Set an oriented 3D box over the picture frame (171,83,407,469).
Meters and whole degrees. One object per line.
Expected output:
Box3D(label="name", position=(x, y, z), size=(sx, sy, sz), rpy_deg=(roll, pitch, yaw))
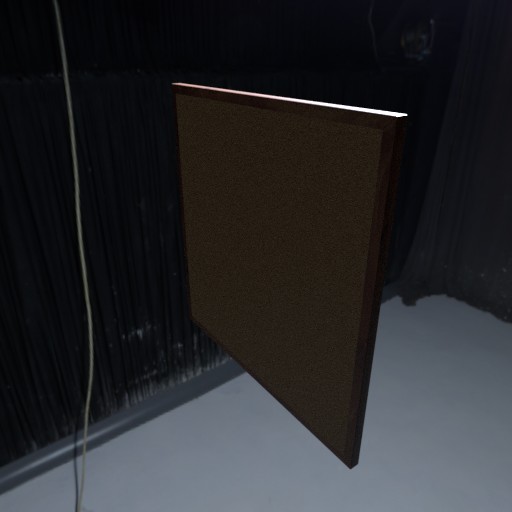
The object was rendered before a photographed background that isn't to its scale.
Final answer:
Box3D(label="picture frame", position=(0.000, 0.000, 1.189), size=(0.029, 0.817, 0.810), rpy_deg=(-17, 30, -32))
